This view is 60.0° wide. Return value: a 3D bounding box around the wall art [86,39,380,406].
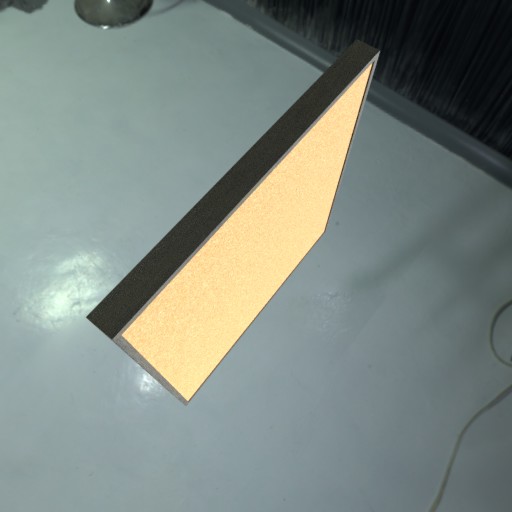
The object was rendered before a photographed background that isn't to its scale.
[{"bbox_3d":[0.000,0.000,0.751,0.037,0.507,0.507,35,69,15],"label":"wall art"}]
